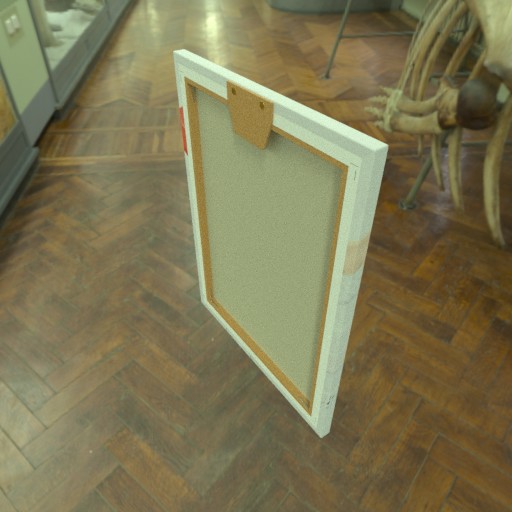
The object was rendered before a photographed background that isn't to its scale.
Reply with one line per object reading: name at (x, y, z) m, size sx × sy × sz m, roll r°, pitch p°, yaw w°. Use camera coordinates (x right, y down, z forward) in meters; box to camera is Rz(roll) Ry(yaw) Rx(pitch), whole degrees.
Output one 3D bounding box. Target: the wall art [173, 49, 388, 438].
wall art at (0.000, 0.000, 1.351) m, size 0.045 × 1.014 × 0.759 m, roll -25°, pitch 46°, yaw -27°
